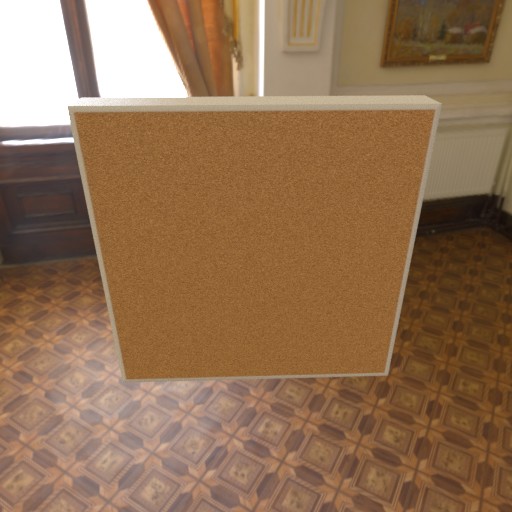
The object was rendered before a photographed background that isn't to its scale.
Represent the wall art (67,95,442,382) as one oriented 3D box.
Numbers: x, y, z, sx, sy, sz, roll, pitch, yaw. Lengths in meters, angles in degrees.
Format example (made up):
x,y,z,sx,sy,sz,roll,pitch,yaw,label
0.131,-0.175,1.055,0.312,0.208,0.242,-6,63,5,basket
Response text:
x,y,z,sx,sy,sz,roll,pitch,yaw,label
0.000,0.000,0.452,0.305,0.304,0.038,-1,30,-2,wall art
